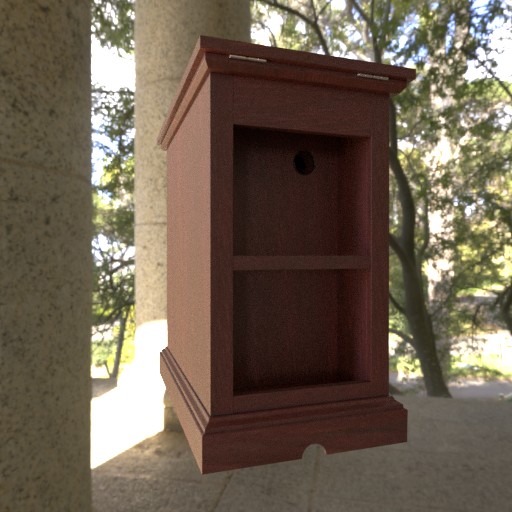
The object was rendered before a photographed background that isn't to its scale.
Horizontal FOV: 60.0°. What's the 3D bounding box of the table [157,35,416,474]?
[{"bbox_3d":[0.000,0.000,0.944,0.356,0.612,0.584,0,0,-18],"label":"table"}]
